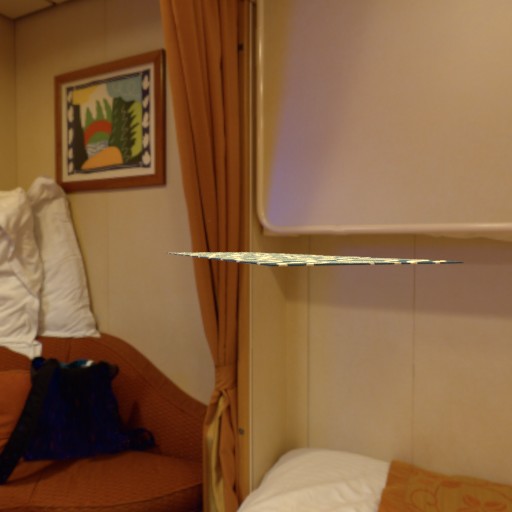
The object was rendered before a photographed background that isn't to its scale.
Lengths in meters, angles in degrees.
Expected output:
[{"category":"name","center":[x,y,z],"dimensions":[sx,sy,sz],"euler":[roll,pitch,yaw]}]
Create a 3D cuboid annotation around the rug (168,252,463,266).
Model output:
[{"category":"rug","center":[0.000,0.000,2.457],"dimensions":[0.685,0.006,2.296],"euler":[0,1,-19]}]
